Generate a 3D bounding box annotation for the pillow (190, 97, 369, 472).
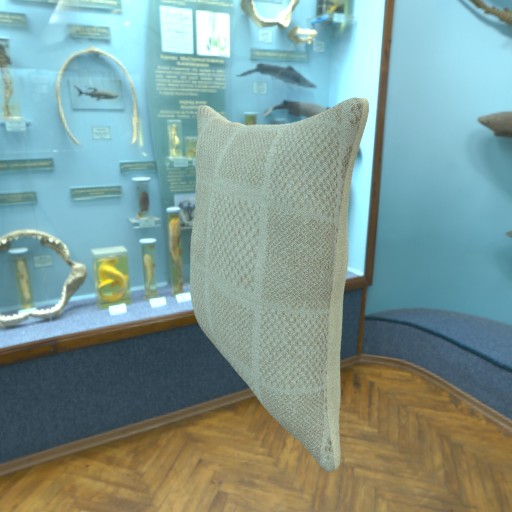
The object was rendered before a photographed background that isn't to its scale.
[{"bbox_3d":[0.000,0.000,0.659,0.138,0.432,0.436,-9,19,-25],"label":"pillow"}]
